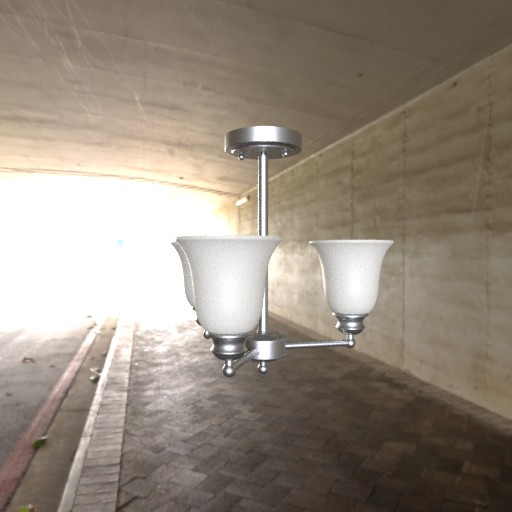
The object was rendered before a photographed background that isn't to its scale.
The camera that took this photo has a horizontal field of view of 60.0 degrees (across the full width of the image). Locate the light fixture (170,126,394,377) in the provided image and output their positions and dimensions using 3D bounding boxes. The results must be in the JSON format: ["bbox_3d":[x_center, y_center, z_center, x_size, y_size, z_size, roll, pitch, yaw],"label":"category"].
[{"bbox_3d":[0.000,0.000,0.658,0.388,0.370,0.354,0,0,18],"label":"light fixture"}]
